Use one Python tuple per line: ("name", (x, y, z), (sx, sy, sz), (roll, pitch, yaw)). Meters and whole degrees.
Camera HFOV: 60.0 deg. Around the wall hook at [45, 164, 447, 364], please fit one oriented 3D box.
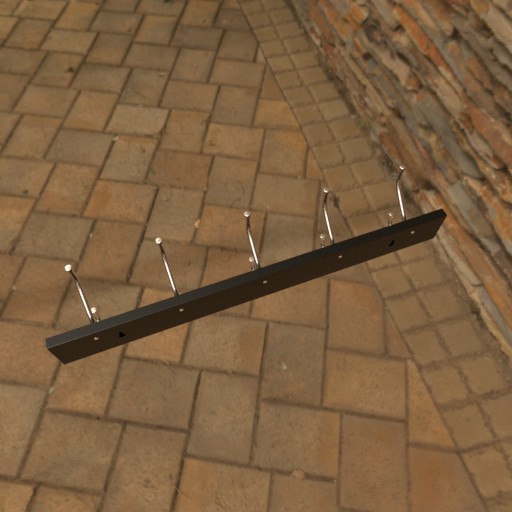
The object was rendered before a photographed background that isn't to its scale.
("wall hook", (0.000, 0.000, 0.612), (0.571, 0.117, 0.071), (-18, 60, -11))
